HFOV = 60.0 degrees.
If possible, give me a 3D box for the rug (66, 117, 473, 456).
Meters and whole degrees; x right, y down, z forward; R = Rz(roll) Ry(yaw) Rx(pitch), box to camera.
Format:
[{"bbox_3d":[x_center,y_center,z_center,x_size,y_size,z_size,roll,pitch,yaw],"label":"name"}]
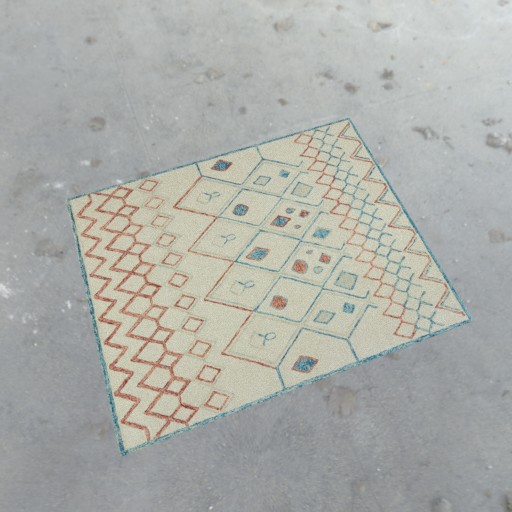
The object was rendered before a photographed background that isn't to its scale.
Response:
[{"bbox_3d":[0.000,0.000,4.047,3.050,0.016,2.441,-18,65,-9],"label":"rug"}]
